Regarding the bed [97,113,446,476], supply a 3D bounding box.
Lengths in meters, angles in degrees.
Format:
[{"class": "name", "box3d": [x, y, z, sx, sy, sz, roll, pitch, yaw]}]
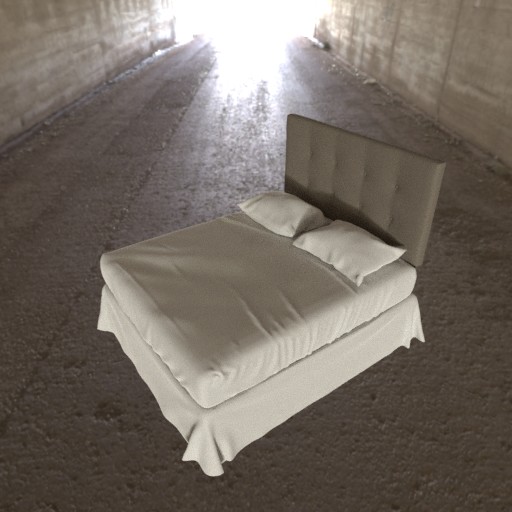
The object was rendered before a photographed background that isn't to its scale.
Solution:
[{"class": "bed", "box3d": [0.000, 0.000, 3.467, 2.222, 1.577, 1.936, -21, 38, -30]}]
